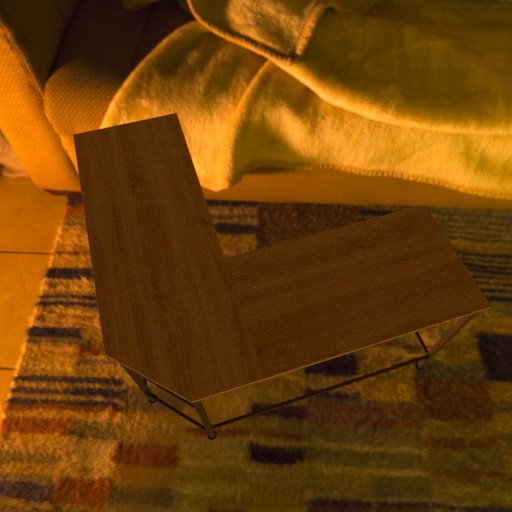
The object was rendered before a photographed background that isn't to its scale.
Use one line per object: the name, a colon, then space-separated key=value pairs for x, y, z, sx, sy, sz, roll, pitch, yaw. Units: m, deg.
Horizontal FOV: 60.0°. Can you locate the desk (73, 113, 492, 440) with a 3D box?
desk: x=0.000 y=0.000 z=2.176 sx=1.379 sy=0.739 sz=1.379 roll=-15 pitch=59 yaw=-9
